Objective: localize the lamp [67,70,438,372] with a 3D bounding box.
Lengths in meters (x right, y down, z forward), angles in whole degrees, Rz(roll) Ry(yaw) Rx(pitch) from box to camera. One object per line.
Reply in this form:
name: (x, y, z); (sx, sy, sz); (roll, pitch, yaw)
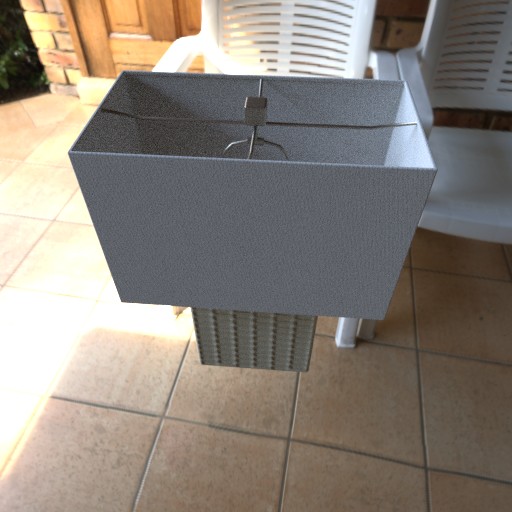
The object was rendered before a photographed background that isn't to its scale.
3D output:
lamp: (0.000, 0.000, 0.697); (0.380, 0.515, 0.200); (3, 46, 3)
